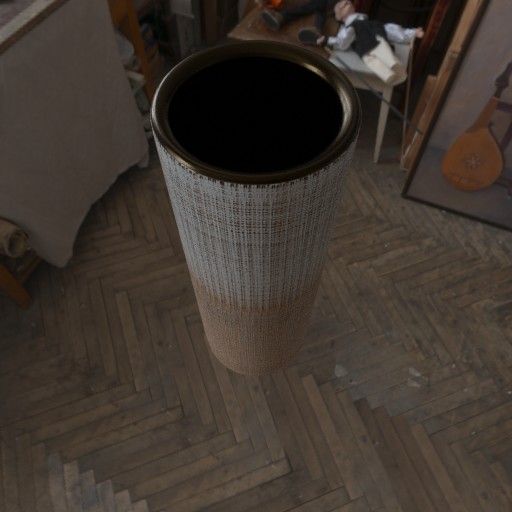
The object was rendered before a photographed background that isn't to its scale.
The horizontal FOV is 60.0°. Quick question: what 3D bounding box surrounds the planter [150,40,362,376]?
[{"bbox_3d":[0.000,0.000,0.325,0.099,0.278,0.099,-12,59,-7],"label":"planter"}]
